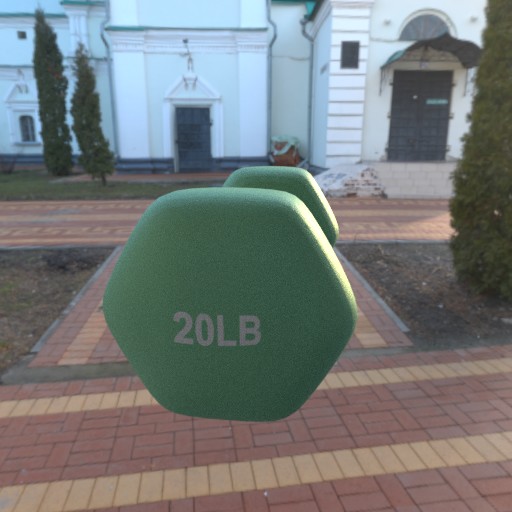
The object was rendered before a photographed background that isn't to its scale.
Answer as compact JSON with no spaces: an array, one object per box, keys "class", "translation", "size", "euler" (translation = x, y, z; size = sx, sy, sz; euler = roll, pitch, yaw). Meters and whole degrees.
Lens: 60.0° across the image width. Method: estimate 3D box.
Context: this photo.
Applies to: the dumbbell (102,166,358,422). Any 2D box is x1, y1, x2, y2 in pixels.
[{"class":"dumbbell","translation":[0.000,0.000,0.321],"size":[0.129,0.117,0.260],"euler":[2,15,8]}]
